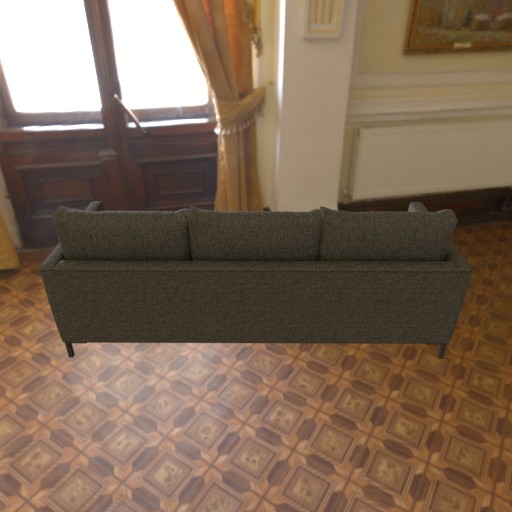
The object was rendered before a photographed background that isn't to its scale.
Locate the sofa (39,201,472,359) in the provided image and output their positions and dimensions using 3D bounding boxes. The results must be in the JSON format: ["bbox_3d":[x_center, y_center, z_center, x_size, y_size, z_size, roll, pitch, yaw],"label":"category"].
[{"bbox_3d":[0.000,0.000,2.721,2.253,0.879,0.876,0,31,0],"label":"sofa"}]
